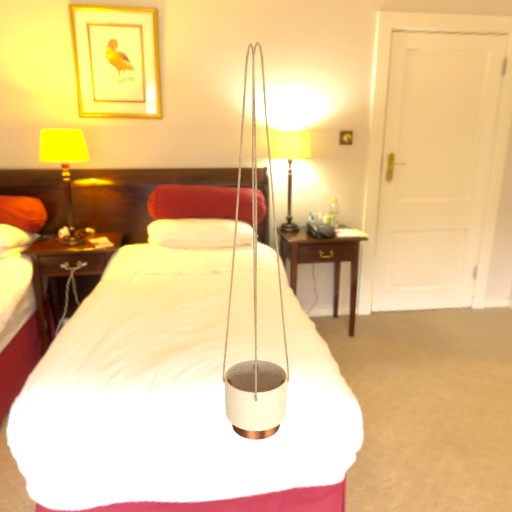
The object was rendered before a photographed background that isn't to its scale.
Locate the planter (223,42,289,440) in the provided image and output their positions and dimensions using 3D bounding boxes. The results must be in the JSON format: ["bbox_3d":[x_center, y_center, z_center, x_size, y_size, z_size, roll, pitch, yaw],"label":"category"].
[{"bbox_3d":[0.000,0.000,0.952,0.146,0.841,0.146,15,22,43],"label":"planter"}]
